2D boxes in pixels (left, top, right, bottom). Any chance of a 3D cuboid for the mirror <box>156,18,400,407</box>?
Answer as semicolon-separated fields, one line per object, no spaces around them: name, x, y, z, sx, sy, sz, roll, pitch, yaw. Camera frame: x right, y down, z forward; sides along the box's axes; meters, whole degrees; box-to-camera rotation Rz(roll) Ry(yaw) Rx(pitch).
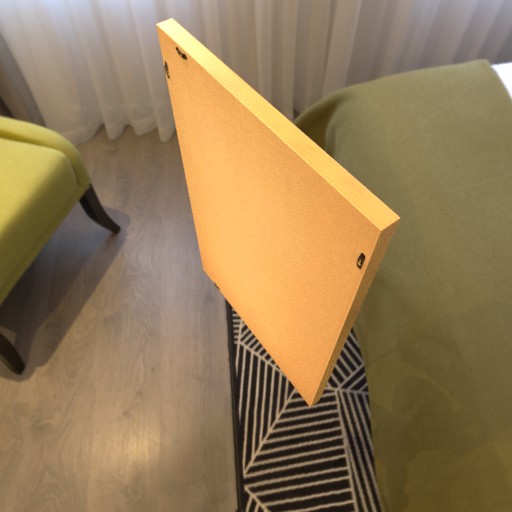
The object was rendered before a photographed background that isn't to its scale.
mirror;0.000;0.000;1.110;0.041;0.915;0.609;-32;62;-19
